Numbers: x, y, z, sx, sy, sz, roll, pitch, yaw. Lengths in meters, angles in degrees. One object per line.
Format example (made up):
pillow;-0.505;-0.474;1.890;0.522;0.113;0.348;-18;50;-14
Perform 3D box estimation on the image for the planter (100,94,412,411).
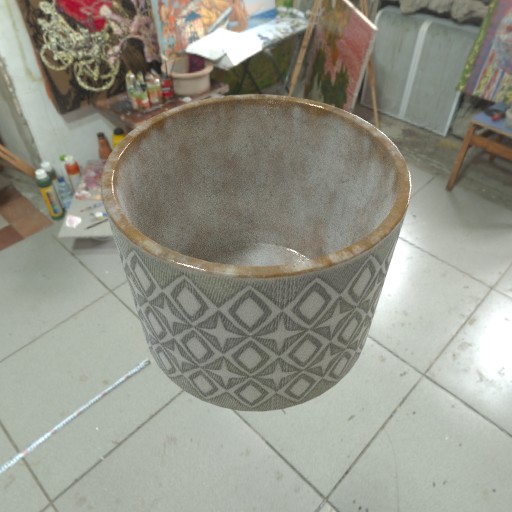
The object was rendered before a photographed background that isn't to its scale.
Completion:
planter;0.000;0.000;0.451;0.255;0.223;0.255;0;46;0
